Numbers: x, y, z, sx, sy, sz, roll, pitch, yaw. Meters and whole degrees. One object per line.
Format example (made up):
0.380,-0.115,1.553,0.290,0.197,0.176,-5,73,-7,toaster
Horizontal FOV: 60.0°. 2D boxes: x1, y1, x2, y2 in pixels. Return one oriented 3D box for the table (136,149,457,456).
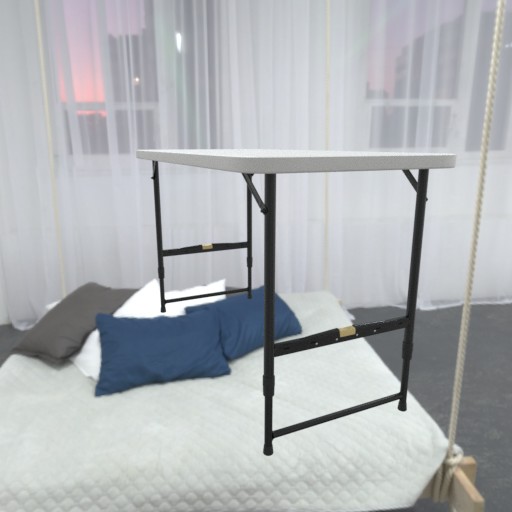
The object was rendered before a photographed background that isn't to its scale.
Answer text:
0.000,0.000,1.601,0.610,0.737,1.219,-7,16,-25,table
